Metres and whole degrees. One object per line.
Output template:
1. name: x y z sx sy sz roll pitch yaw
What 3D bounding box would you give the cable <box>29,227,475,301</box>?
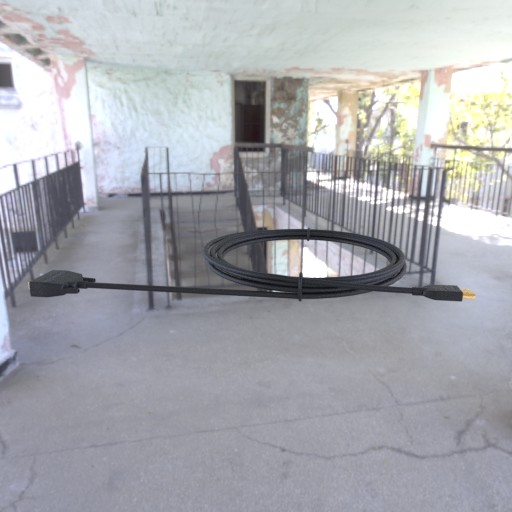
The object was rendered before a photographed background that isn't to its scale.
1. cable: 0.000 0.000 0.525 0.422 0.030 0.257 2 16 8
